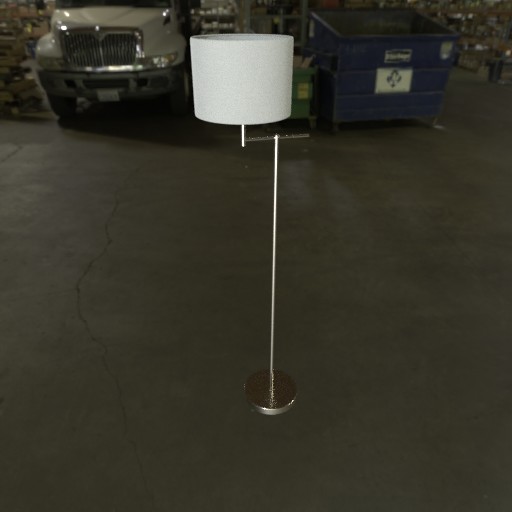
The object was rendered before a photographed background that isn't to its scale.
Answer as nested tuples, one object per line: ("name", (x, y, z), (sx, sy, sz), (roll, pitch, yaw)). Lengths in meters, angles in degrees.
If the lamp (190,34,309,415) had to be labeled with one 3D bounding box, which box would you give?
("lamp", (0.000, 0.000, 1.800), (0.416, 1.600, 0.324), (-8, 31, -14))
